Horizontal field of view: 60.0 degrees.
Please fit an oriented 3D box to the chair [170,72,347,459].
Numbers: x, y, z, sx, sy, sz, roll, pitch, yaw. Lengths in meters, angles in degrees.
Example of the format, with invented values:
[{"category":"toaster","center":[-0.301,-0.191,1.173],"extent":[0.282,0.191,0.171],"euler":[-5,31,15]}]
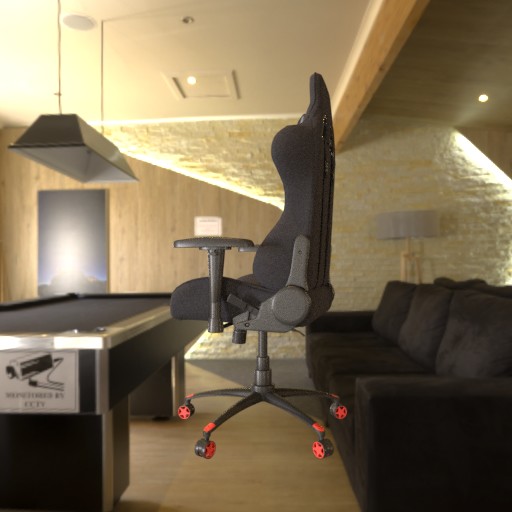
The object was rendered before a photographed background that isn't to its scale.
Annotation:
[{"category":"chair","center":[0.000,0.000,1.737],"extent":[0.658,1.326,0.695],"euler":[0,-1,18]}]
